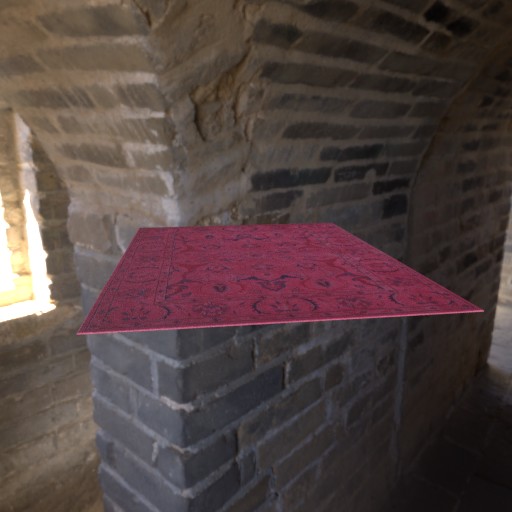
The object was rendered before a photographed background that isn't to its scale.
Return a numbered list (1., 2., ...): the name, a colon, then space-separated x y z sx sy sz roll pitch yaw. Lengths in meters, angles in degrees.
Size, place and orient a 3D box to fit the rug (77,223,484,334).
1. rug: 0.000 0.000 3.857 2.300 0.012 2.929 -2 15 -8
